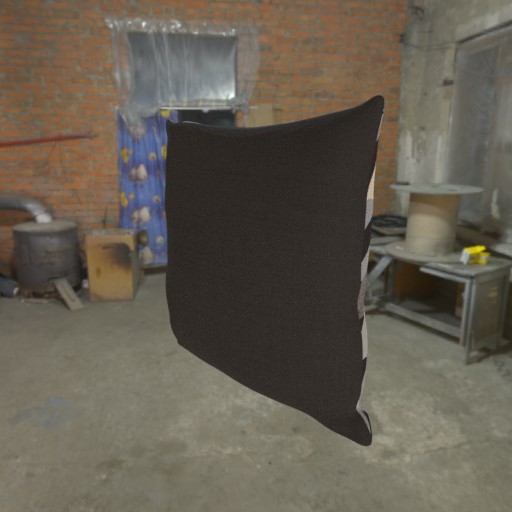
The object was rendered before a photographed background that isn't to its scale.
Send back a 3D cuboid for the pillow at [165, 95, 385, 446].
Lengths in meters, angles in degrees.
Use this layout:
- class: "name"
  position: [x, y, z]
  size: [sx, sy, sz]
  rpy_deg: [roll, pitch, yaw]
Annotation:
- class: "pillow"
  position: [0.000, 0.000, 0.778]
  size: [0.208, 0.496, 0.503]
  rpy_deg: [-13, 19, -42]
